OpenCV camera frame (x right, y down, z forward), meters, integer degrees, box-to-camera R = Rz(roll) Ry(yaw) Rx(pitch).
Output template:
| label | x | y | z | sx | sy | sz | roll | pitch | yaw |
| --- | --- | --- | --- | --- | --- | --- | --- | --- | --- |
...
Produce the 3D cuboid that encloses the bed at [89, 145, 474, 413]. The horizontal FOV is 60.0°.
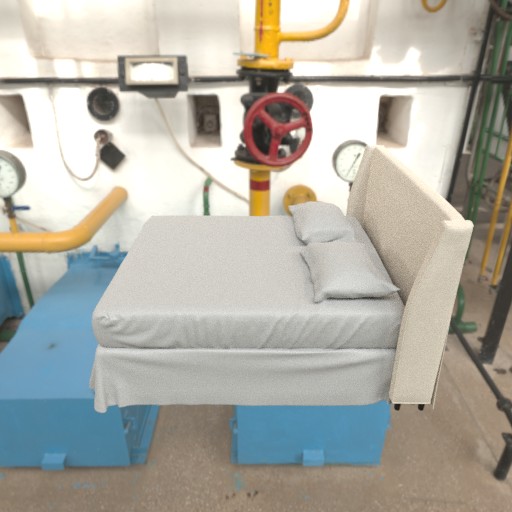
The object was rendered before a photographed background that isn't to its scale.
| label | x | y | z | sx | sy | sz | roll | pitch | yaw |
| --- | --- | --- | --- | --- | --- | --- | --- | --- | --- |
| bed | 0.000 | 0.000 | 3.405 | 2.276 | 1.332 | 1.925 | 0 | 26 | 0 |
